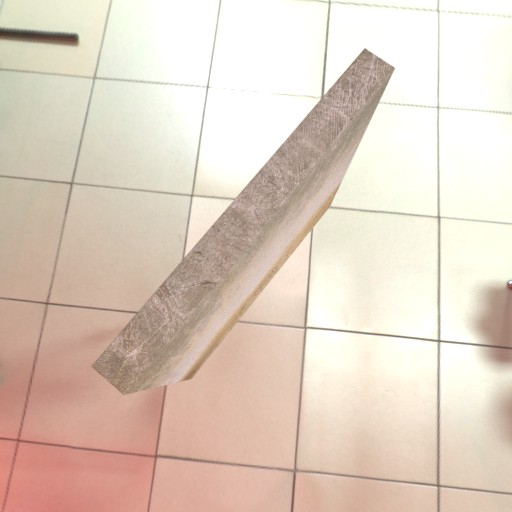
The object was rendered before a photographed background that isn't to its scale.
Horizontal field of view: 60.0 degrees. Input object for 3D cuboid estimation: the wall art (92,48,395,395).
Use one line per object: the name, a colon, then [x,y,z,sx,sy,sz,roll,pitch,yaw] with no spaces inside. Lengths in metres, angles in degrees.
wall art: [0.000,0.000,0.612,0.038,0.407,0.405,38,79,8]
